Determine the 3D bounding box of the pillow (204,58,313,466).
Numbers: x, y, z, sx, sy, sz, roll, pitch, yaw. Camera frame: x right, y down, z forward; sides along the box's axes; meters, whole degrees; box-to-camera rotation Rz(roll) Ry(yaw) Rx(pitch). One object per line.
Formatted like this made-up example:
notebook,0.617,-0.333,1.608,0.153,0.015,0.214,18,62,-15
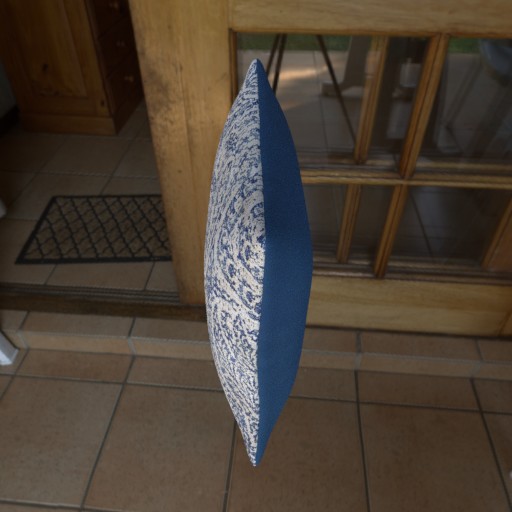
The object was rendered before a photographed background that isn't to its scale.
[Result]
pillow,0.000,0.000,0.782,0.166,0.510,0.523,-1,42,-1
